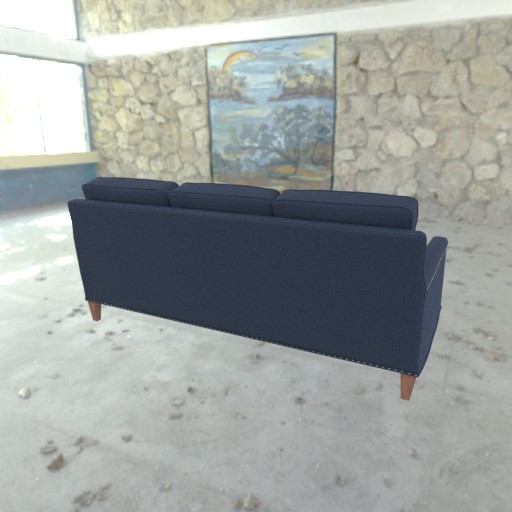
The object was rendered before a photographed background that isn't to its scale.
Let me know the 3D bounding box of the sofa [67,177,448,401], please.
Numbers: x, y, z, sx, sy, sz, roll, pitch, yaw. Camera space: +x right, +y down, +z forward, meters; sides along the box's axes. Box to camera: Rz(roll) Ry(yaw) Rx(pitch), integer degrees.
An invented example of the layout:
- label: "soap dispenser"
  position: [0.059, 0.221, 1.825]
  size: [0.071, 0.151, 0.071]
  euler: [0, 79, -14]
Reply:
- label: "sofa"
  position: [0.000, 0.000, 2.889]
  size: [2.246, 1.003, 1.084]
  euler: [8, 18, 26]
